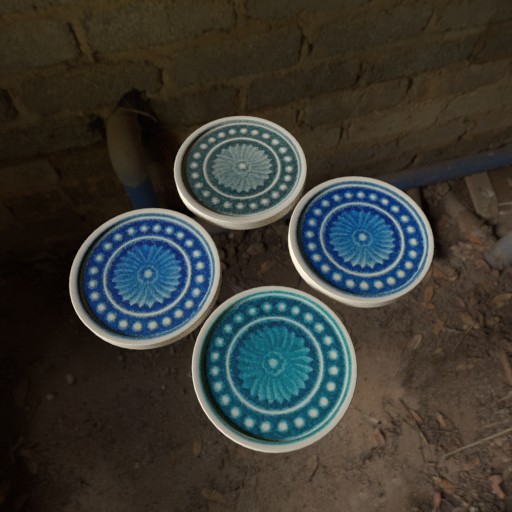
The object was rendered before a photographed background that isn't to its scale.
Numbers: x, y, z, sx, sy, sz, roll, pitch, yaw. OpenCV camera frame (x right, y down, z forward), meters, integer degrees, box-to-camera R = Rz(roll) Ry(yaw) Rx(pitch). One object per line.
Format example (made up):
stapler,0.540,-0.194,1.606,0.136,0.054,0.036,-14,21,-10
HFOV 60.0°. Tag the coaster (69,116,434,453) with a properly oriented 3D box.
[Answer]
coaster,0.000,0.000,0.329,0.220,0.010,0.224,32,68,15
